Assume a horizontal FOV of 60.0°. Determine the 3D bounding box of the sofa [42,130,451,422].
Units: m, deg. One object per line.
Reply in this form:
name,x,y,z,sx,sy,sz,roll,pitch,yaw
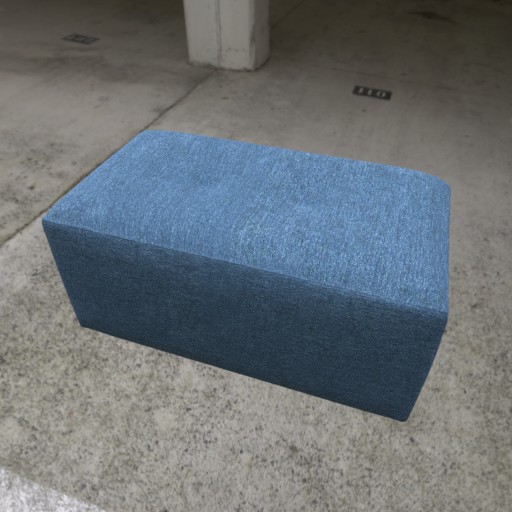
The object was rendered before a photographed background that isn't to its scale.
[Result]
sofa,0.000,0.000,1.197,0.930,0.470,0.480,13,43,14
